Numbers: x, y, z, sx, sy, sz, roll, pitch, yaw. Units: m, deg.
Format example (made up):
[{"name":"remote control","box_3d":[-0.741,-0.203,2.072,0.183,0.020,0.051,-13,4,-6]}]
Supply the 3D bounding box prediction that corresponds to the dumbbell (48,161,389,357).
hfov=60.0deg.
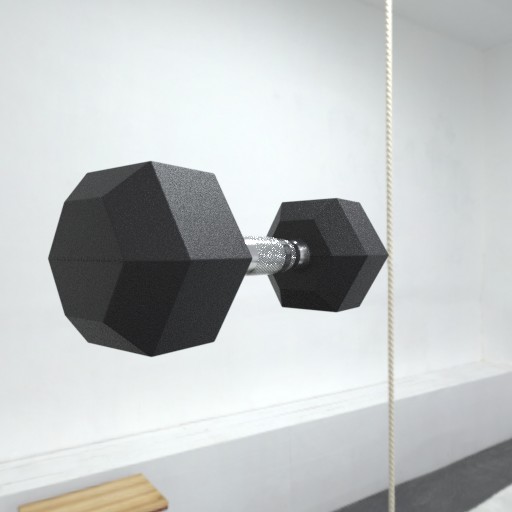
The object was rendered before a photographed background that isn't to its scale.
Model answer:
[{"name":"dumbbell","box_3d":[0.000,0.000,0.419,0.141,0.123,0.356,1,1,38]}]
